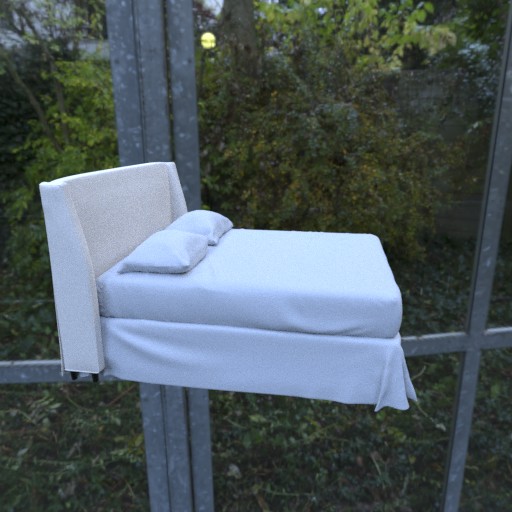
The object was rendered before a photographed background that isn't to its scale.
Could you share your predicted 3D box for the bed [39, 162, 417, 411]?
[{"bbox_3d":[0.000,0.000,3.469,2.276,1.332,1.925,3,16,10],"label":"bed"}]
